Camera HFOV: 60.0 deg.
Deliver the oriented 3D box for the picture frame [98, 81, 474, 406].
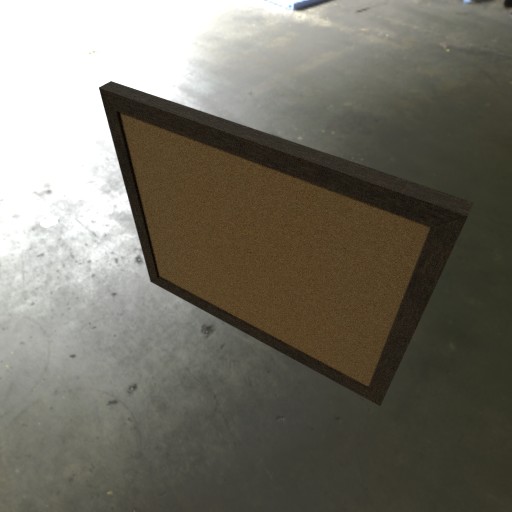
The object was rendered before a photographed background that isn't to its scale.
[{"bbox_3d":[0.000,0.000,0.741,0.546,0.455,0.026,25,51,22],"label":"picture frame"}]
